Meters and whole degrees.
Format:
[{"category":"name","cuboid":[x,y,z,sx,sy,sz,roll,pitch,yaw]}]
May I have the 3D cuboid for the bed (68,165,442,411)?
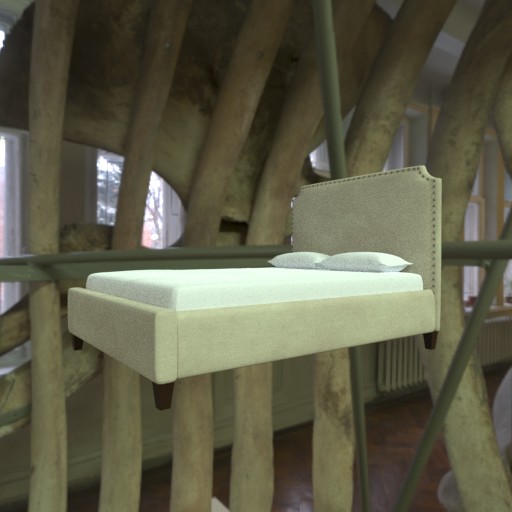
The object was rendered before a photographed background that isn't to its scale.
[{"category":"bed","cuboid":[0.000,0.000,3.425,2.372,1.443,1.712,0,1,-36]}]
